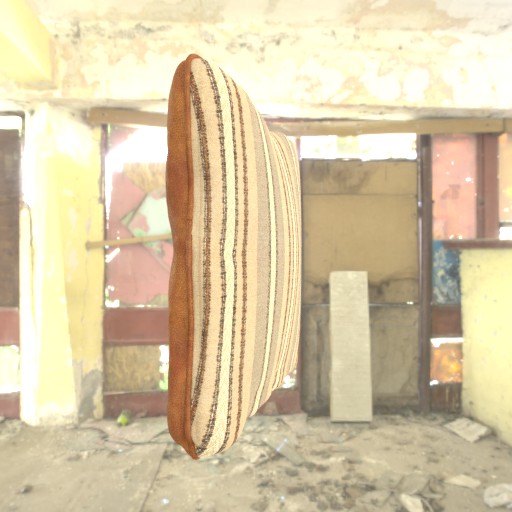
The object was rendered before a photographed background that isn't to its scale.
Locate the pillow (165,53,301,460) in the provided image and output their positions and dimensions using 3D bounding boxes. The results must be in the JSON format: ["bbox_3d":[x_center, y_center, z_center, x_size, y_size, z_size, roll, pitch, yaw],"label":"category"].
[{"bbox_3d":[0.000,0.000,0.735,0.130,0.490,0.489,0,0,17],"label":"pillow"}]
